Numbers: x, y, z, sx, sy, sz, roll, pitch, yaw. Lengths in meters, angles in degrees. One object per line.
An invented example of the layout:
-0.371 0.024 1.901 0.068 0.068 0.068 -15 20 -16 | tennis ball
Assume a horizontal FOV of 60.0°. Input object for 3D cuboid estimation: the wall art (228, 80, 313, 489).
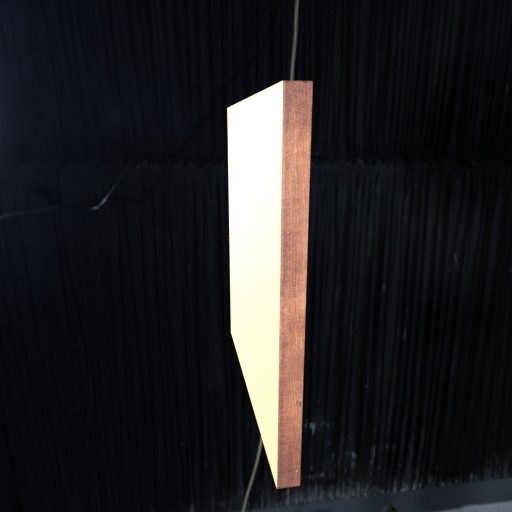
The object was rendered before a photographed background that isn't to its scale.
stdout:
0.000 0.000 0.854 0.037 0.572 0.554 -3 16 -10 | wall art
